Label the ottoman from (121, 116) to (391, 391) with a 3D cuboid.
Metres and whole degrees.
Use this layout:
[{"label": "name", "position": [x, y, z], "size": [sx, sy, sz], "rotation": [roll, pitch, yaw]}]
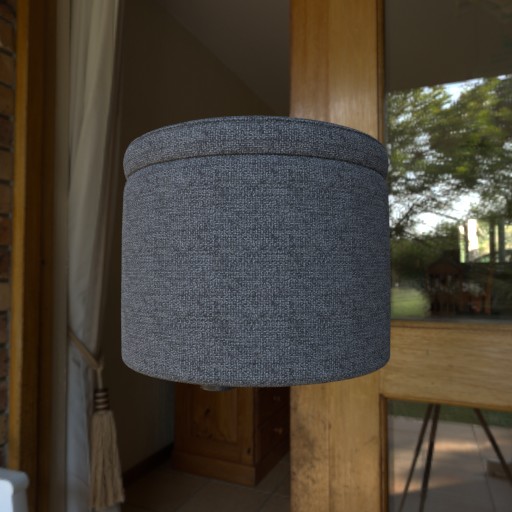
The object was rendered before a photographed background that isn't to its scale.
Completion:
[{"label": "ottoman", "position": [0.000, 0.000, 0.897], "size": [0.520, 0.430, 0.520], "rotation": [0, -2, 0]}]
